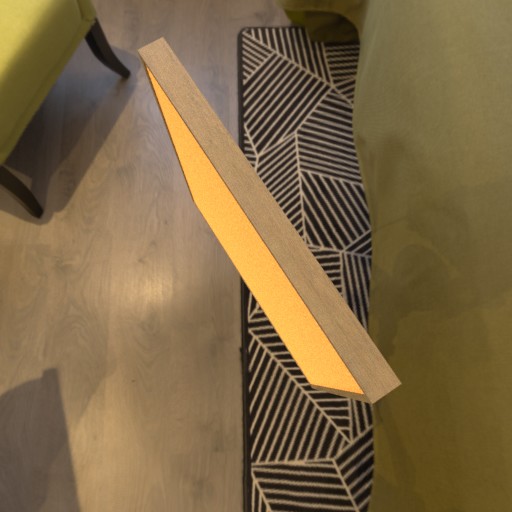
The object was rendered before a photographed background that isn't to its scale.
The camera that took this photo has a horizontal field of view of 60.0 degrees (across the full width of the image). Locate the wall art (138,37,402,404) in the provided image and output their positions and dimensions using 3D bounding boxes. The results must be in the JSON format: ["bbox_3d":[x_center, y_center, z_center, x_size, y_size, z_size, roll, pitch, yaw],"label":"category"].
[{"bbox_3d":[0.000,0.000,0.757,0.037,0.507,0.507,-31,77,-8],"label":"wall art"}]
